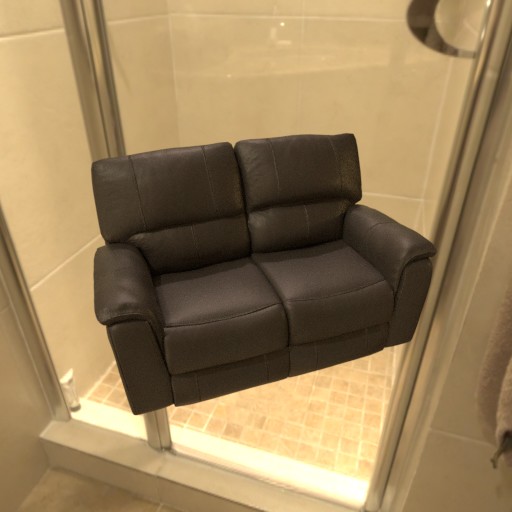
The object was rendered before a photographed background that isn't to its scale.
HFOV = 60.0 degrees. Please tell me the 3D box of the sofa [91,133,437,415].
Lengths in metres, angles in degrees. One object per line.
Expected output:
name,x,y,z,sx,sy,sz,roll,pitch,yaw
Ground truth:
sofa,0.000,0.000,2.557,1.765,1.111,1.104,-10,33,-16
